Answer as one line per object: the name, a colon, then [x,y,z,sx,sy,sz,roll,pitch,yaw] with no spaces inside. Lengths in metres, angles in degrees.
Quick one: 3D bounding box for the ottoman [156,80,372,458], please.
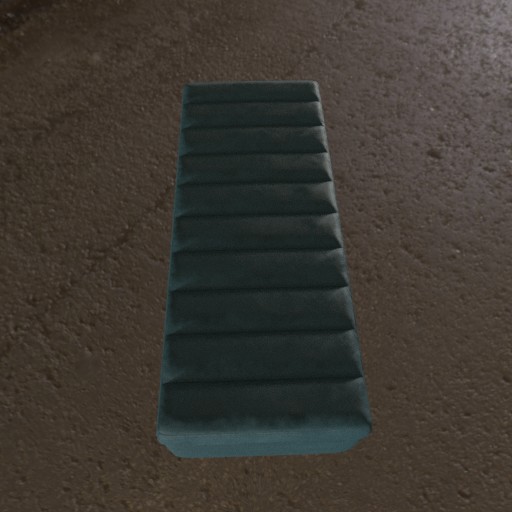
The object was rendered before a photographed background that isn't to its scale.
ottoman: [0.000,0.000,1.407,0.482,0.469,1.151,-2,59,-1]
